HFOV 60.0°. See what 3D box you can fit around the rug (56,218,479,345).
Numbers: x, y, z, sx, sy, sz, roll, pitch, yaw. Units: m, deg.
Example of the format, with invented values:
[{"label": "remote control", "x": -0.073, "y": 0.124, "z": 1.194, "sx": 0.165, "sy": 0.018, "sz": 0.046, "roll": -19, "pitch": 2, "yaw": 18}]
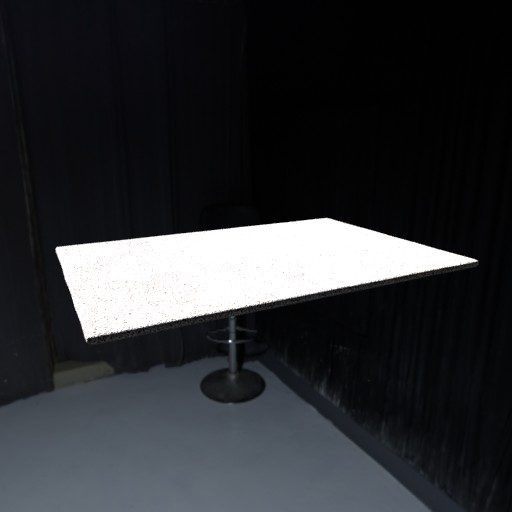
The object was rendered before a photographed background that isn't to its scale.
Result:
[{"label": "rug", "x": 0.000, "y": 0.000, "z": 2.240, "sx": 1.778, "sy": 0.030, "sz": 1.219, "roll": -8, "pitch": 18, "yaw": -26}]
